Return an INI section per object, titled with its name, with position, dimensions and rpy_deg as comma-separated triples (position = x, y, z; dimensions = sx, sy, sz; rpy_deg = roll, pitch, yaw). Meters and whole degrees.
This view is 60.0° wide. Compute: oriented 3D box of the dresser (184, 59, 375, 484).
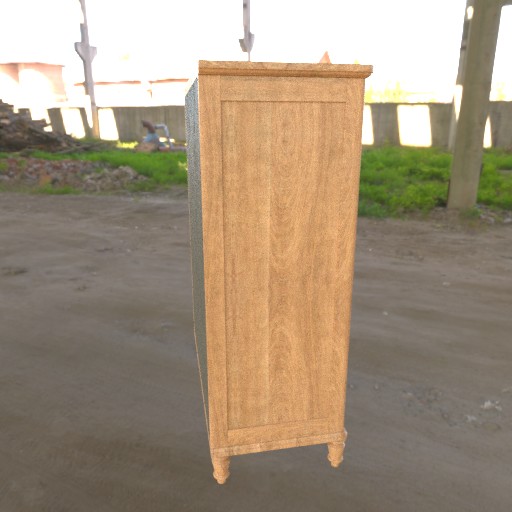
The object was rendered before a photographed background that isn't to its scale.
[dresser]
position = 0.000, 0.000, 1.785
dimensions = 0.484, 1.318, 0.973
rpy_deg = -3, 16, -11
